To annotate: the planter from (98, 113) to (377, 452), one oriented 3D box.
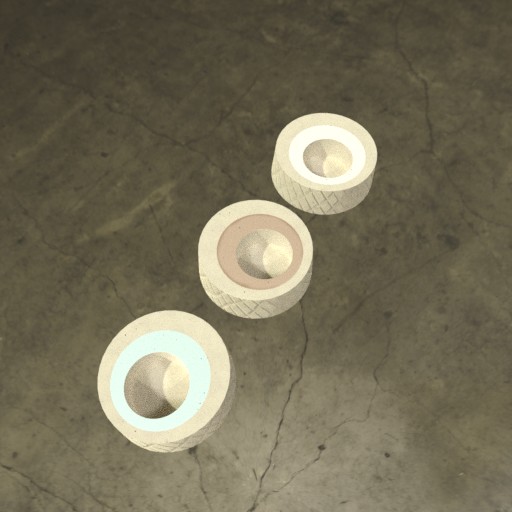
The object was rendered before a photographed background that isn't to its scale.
[{"bbox_3d":[0.000,0.000,0.430,0.114,0.038,0.390,29,66,15],"label":"planter"}]
